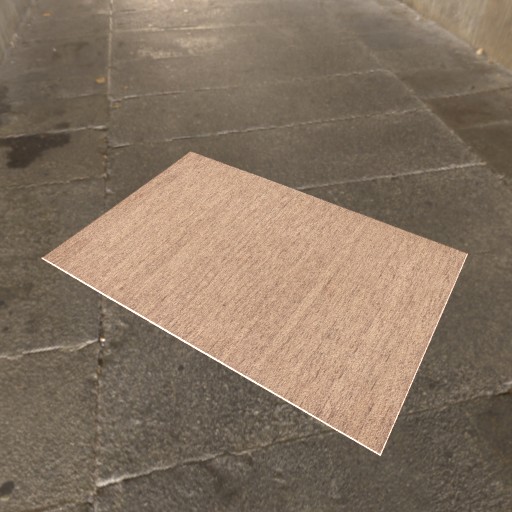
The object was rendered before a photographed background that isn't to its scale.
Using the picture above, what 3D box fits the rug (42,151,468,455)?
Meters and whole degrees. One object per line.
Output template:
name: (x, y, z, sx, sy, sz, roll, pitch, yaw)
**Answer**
rug: (0.000, 0.000, 2.301, 1.840, 0.013, 1.225, 24, 50, 23)
